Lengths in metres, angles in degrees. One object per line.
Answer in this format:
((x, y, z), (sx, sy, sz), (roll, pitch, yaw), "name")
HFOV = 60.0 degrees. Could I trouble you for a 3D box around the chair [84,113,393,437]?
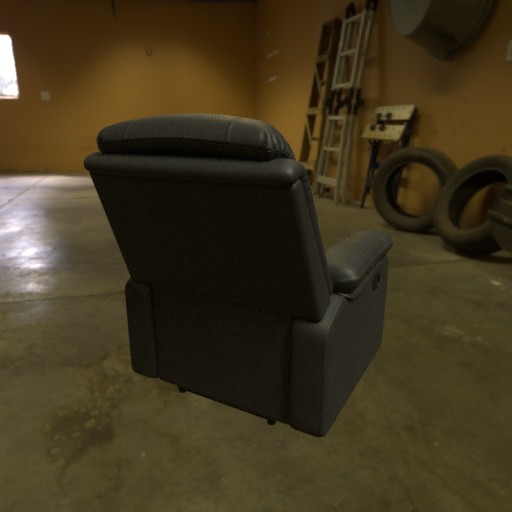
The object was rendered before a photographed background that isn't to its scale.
((0.000, 0.000, 1.642), (0.855, 0.992, 0.919), (9, 19, 28), "chair")
